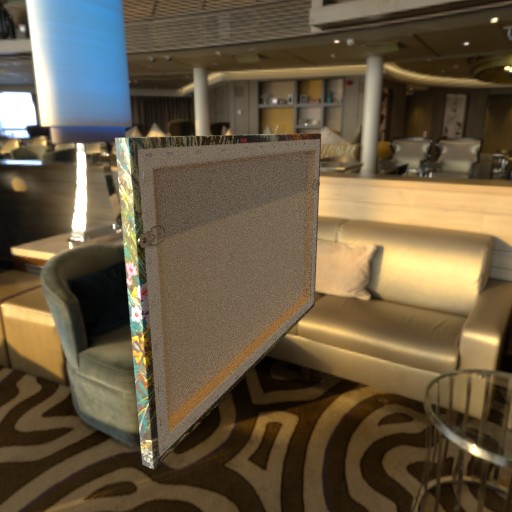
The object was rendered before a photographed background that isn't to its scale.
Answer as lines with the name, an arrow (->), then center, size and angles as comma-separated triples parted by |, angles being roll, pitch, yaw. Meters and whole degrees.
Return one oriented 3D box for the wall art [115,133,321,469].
wall art -> 0.000, 0.000, 1.440 | 0.042, 0.760, 1.136 | 8, 18, 26
